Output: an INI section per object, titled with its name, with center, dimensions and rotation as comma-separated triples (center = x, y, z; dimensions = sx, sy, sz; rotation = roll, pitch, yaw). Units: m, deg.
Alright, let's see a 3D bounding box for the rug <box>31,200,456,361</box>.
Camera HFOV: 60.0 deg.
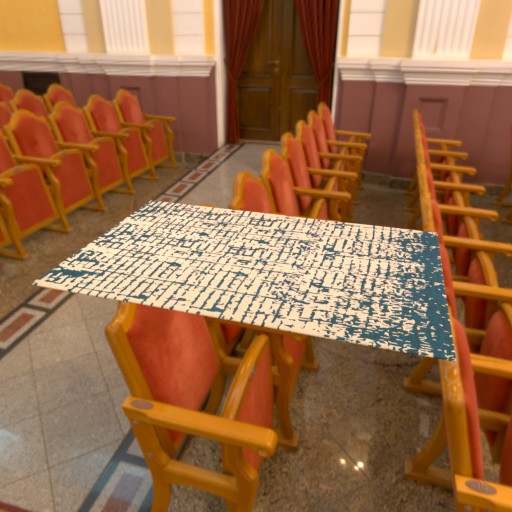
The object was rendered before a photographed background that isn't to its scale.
[rug]
center = 0.000, 0.000, 3.049
dimensions = 2.435, 0.011, 1.517
rotation = 8, 29, 15
